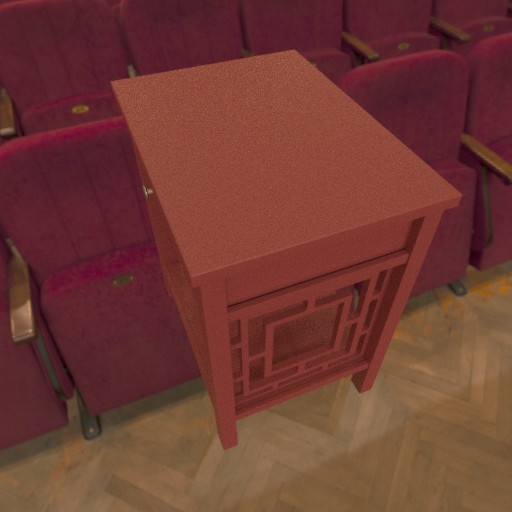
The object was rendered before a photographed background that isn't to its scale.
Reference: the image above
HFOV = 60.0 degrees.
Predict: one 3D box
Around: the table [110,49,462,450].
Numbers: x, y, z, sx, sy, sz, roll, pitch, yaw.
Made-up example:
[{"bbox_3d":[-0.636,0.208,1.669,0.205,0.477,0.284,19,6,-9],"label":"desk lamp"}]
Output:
[{"bbox_3d":[0.000,0.000,1.071,0.451,0.686,0.599,-17,49,-15],"label":"table"}]
